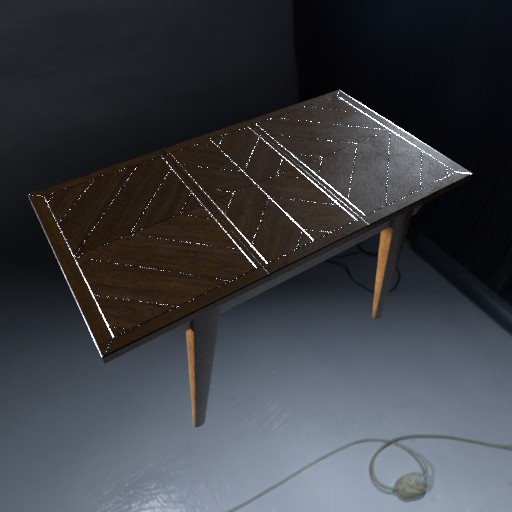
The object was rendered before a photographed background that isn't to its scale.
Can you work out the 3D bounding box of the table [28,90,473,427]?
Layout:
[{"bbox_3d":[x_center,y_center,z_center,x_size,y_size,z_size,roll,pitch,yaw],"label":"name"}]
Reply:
[{"bbox_3d":[0.000,0.000,1.859,1.400,0.760,0.757,-25,52,-21],"label":"table"}]
